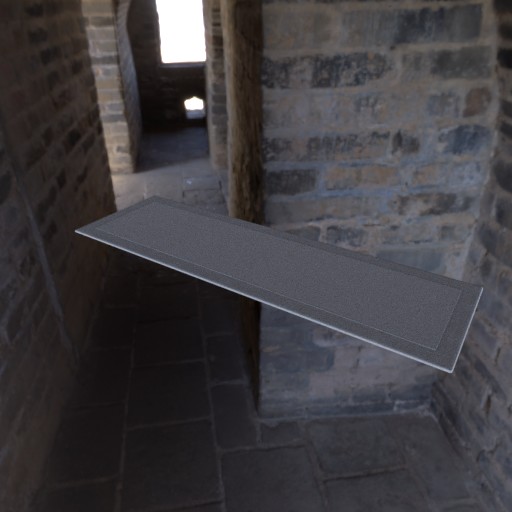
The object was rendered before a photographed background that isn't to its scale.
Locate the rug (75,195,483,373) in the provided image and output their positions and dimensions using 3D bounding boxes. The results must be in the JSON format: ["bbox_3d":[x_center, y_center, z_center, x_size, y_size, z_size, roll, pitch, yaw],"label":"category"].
[{"bbox_3d":[0.000,0.000,2.687,2.430,0.012,0.759,18,34,28],"label":"rug"}]
